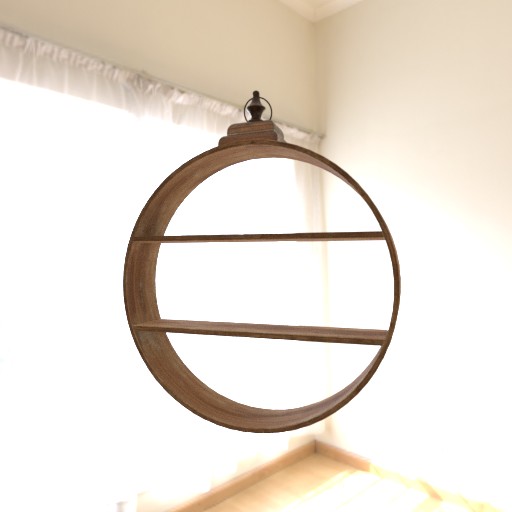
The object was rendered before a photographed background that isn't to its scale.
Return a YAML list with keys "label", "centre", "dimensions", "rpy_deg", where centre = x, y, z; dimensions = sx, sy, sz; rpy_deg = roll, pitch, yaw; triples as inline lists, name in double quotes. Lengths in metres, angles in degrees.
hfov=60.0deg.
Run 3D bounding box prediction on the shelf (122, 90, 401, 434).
- label: "shelf"
  centre: [0.000, 0.000, 0.969]
  dimensions: [0.601, 0.725, 0.125]
  rpy_deg: [0, -1, 19]
